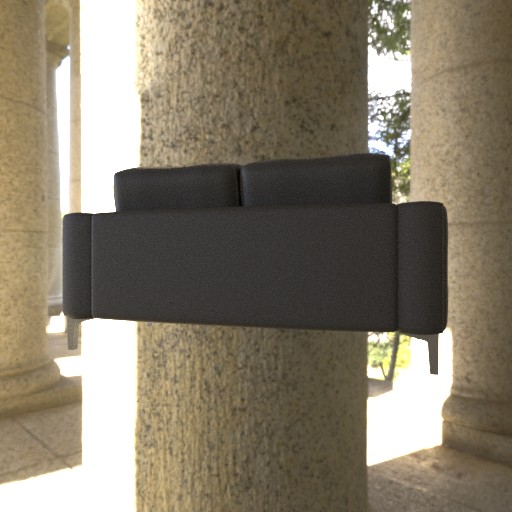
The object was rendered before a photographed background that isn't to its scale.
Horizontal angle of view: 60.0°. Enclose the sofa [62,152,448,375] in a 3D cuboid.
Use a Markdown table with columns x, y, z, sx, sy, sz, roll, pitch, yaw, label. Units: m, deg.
| x | y | z | sx | sy | sz | roll | pitch | yaw | label |
| --- | --- | --- | --- | --- | --- | --- | --- | --- | --- |
| 0.000 | 0.000 | 2.251 | 1.726 | 0.892 | 0.833 | 0 | 0 | 16 | sofa |
